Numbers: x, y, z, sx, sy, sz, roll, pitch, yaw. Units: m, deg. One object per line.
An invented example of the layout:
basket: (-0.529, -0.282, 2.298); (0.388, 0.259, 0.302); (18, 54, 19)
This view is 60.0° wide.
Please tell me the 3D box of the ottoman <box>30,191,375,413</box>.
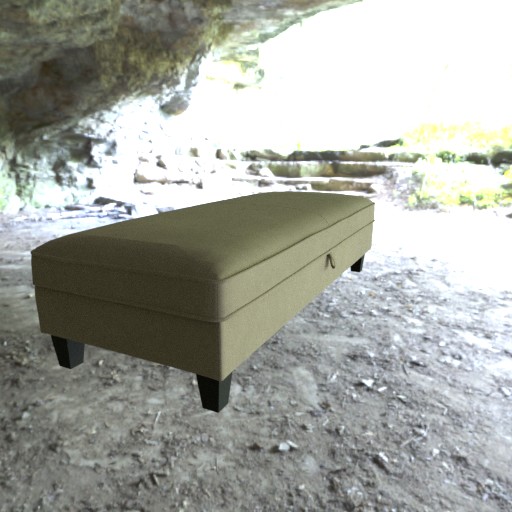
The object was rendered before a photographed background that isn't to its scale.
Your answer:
ottoman: (0.000, 0.000, 1.967); (0.735, 0.460, 1.726); (7, 16, 26)
